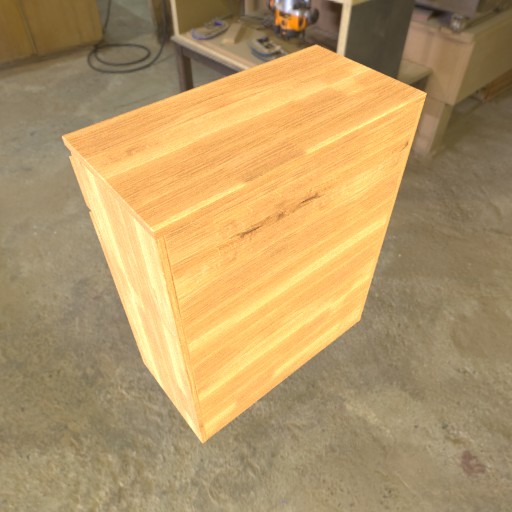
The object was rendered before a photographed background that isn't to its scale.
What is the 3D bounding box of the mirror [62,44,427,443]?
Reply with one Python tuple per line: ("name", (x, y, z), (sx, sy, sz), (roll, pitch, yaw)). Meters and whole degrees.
("mirror", (0.000, 0.000, 1.425), (0.800, 1.000, 0.400), (-31, 54, -26))
